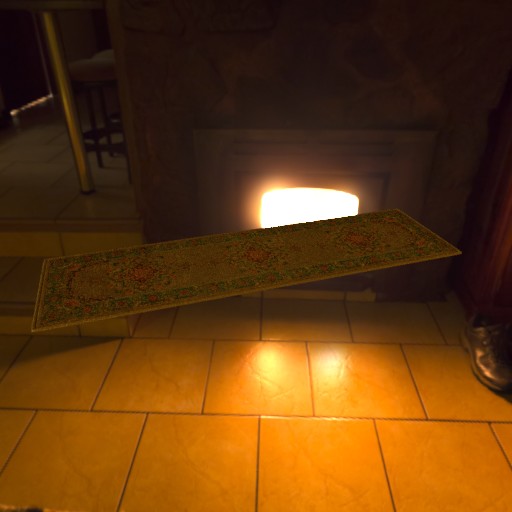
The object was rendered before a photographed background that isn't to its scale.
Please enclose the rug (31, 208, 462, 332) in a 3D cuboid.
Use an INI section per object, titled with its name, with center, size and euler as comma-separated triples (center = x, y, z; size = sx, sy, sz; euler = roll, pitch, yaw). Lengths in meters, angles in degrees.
[rug]
center = 0.000, 0.000, 2.527
size = 2.297, 0.019, 0.659
euler = -9, 31, -15
